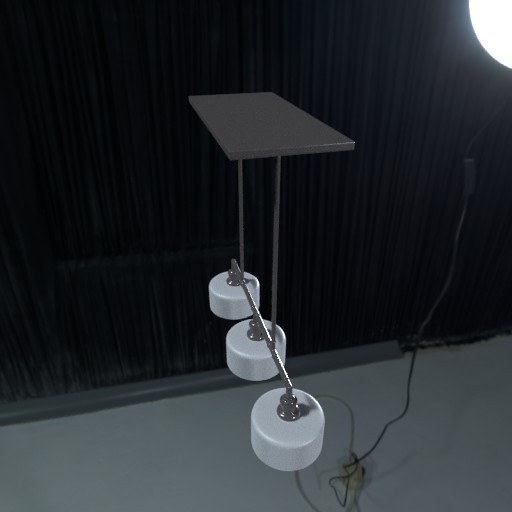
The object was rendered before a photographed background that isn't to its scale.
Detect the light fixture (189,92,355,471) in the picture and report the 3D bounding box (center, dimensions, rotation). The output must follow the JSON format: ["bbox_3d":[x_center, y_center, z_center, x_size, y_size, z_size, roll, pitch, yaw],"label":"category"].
[{"bbox_3d":[0.000,0.000,0.895,0.177,0.557,0.582,-8,31,-13],"label":"light fixture"}]
